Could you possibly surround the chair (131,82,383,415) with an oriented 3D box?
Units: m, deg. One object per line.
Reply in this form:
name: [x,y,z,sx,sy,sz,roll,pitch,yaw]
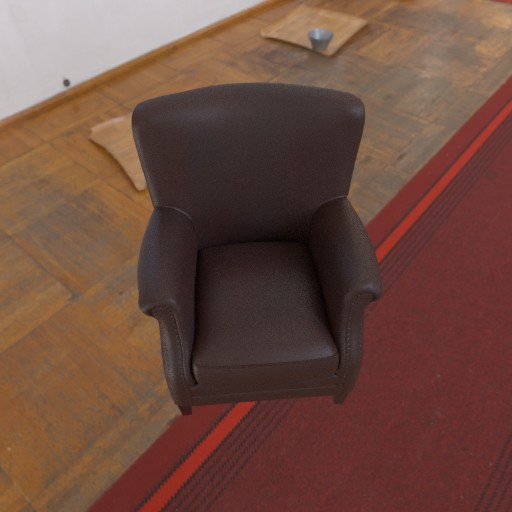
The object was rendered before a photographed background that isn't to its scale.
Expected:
chair: [0.000,0.000,1.396,0.700,0.800,0.746,-3,47,-3]
